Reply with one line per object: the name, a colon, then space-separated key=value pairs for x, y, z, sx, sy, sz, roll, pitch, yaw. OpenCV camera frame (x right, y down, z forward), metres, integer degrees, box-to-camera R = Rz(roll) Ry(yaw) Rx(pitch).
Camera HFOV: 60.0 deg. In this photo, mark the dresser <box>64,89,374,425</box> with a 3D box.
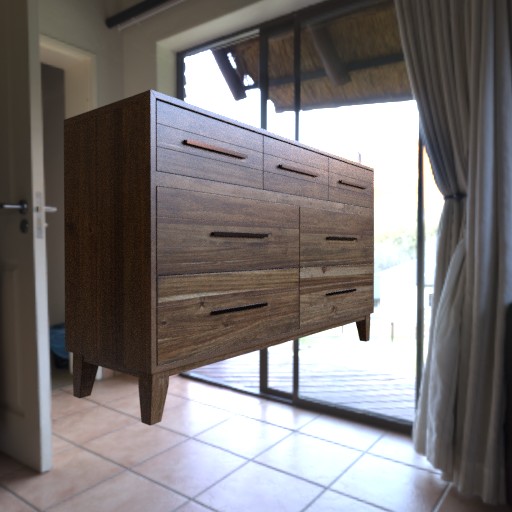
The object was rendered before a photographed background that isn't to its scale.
dresser: x=0.000 y=0.000 z=1.817 sx=0.446 sy=0.873 sz=1.400 roll=1 pitch=1 yaw=38
